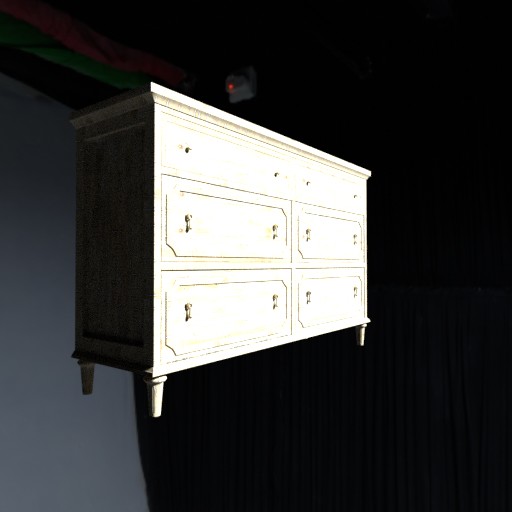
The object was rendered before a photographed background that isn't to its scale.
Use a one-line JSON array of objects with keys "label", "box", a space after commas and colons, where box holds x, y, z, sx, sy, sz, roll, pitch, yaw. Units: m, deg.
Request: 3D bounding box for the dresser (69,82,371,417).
[{"label": "dresser", "box": [0.000, 0.000, 2.103, 0.457, 1.016, 1.626, -1, -1, 38]}]
